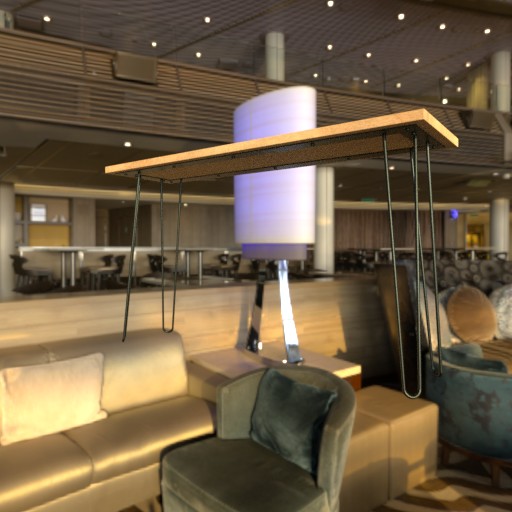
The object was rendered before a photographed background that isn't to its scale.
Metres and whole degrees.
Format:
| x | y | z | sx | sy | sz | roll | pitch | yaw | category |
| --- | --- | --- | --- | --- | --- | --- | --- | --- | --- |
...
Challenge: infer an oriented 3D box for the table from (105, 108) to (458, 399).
| x | y | z | sx | sy | sz | roll | pitch | yaw | category |
| --- | --- | --- | --- | --- | --- | --- | --- | --- | --- |
| 0.000 | 0.000 | 1.755 | 1.400 | 0.799 | 0.399 | 1 | 1 | 36 | table |
